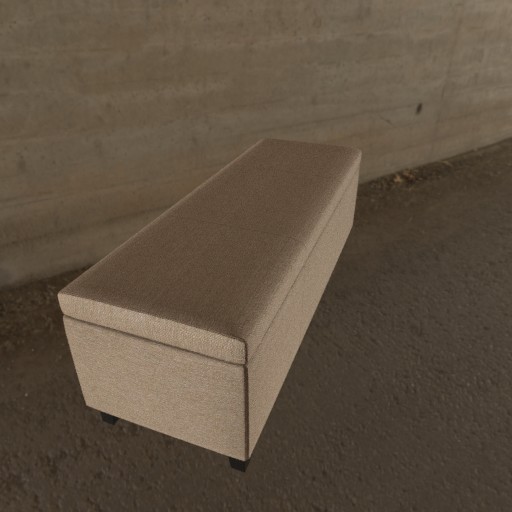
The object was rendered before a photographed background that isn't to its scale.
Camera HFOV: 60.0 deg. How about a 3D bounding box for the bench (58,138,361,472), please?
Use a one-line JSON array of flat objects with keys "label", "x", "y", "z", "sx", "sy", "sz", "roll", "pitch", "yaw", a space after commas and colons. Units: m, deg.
[{"label": "bench", "x": 0.000, "y": 0.000, "z": 1.466, "sx": 0.446, "sy": 0.438, "sz": 1.269, "roll": 11, "pitch": 32, "yaw": 18}]
